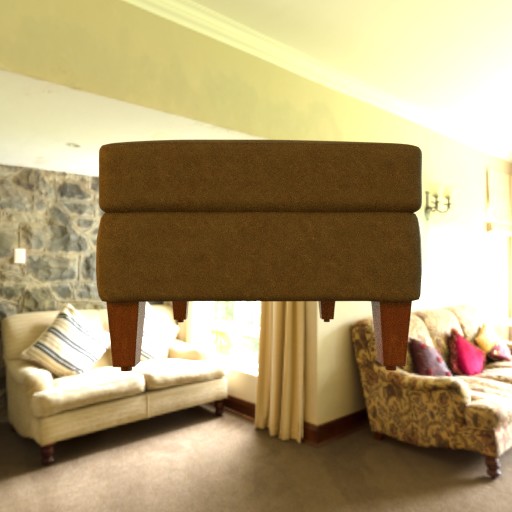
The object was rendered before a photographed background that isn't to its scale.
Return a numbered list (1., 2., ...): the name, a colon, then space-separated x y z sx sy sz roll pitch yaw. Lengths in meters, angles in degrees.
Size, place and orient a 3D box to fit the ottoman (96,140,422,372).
1. ottoman: 0.000 0.000 1.242 0.639 0.464 0.839 0 -1 -1
